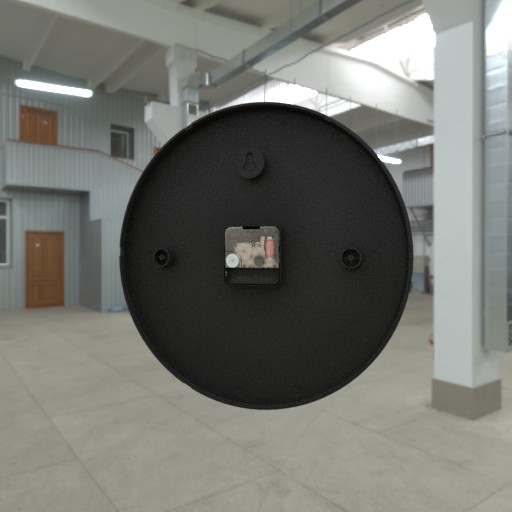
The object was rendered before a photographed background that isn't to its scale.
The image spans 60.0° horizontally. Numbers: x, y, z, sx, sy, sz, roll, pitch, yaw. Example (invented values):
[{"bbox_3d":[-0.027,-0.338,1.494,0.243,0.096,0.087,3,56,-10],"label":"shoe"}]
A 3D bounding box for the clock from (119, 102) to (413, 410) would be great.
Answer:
[{"bbox_3d":[0.000,0.000,0.438,0.293,0.293,0.040,0,0,18],"label":"clock"}]
